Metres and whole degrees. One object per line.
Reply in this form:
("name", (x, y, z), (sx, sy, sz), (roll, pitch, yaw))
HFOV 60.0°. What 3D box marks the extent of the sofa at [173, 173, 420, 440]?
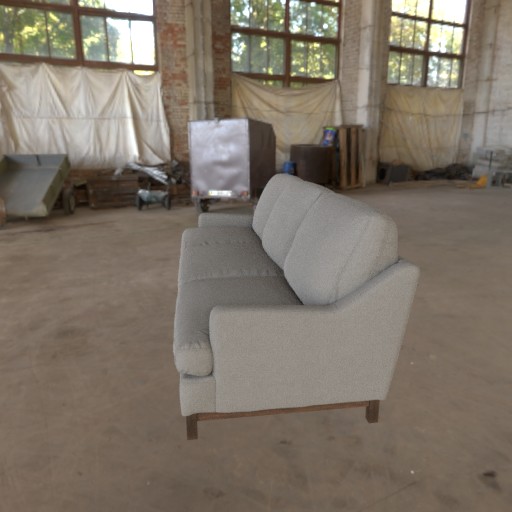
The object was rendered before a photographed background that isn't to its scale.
("sofa", (0.000, 0.000, 2.839), (0.987, 0.926, 2.344), (-2, 15, -8))
